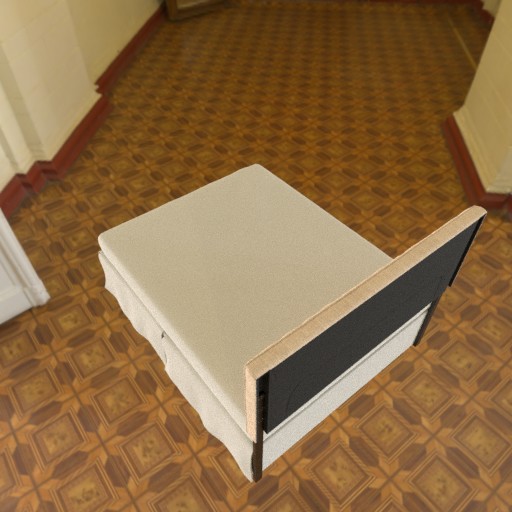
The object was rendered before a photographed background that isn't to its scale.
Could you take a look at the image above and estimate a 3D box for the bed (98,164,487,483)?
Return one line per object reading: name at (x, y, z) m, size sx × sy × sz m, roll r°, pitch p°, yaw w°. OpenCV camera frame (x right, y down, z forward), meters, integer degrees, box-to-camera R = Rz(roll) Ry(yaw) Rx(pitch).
bed at (0.000, 0.000, 2.997) m, size 1.643 × 1.270 × 1.978 m, roll -30°, pitch 52°, yaw -26°
